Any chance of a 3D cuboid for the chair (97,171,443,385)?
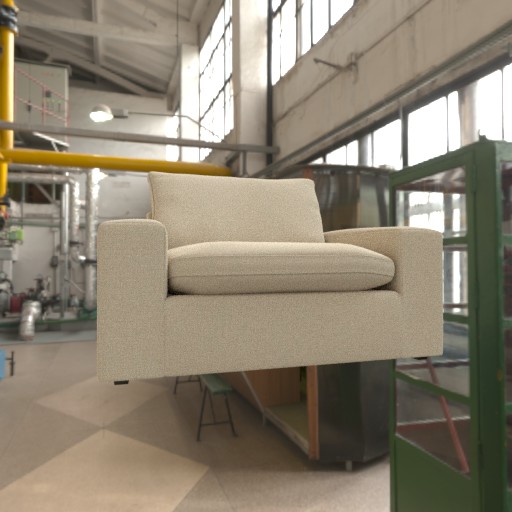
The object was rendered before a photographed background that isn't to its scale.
[{"bbox_3d":[0.000,0.000,2.111,1.398,0.915,1.039,0,-1,-18],"label":"chair"}]
